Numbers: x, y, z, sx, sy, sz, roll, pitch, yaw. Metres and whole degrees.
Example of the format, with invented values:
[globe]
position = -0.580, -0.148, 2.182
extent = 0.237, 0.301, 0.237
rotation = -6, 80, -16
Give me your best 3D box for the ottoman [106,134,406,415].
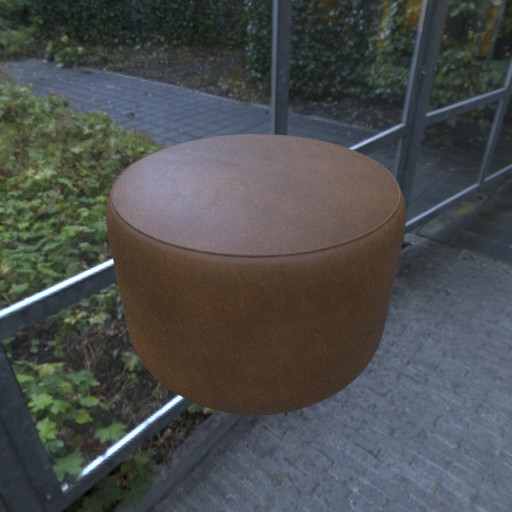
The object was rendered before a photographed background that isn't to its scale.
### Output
[ottoman]
position = 0.000, 0.000, 1.004
extent = 0.607, 0.438, 0.607
rotation = 0, 33, 0
